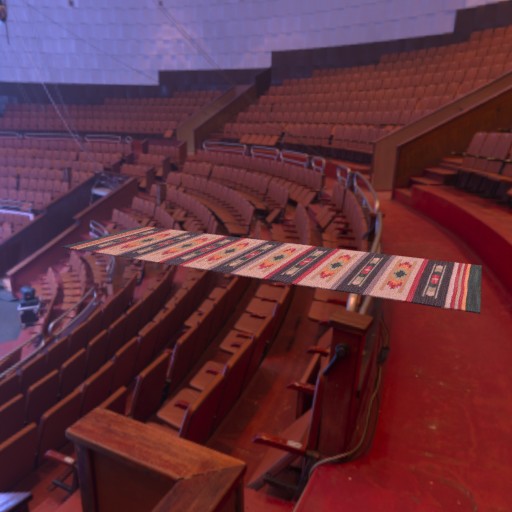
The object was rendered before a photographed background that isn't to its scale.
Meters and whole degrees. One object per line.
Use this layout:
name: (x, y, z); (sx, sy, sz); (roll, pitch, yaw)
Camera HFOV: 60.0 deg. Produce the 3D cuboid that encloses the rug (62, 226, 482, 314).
rug: (0.000, 0.000, 2.672); (2.440, 0.009, 0.760); (8, 17, 26)
